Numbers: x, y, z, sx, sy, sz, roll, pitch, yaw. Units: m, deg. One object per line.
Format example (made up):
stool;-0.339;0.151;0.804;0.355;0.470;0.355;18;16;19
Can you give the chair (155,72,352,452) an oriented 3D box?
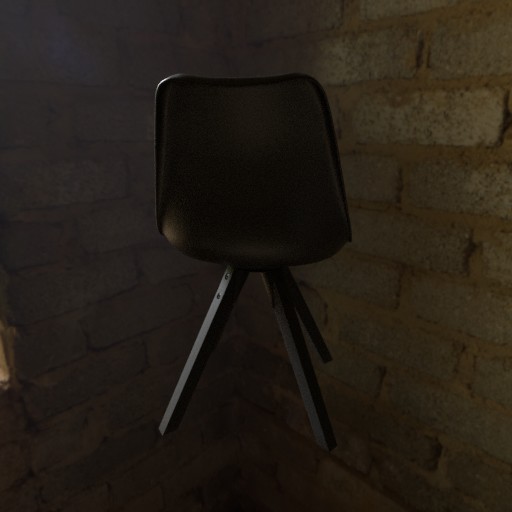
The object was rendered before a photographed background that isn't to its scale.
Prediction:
chair;0.000;0.000;1.166;0.485;0.850;0.530;2;17;8
